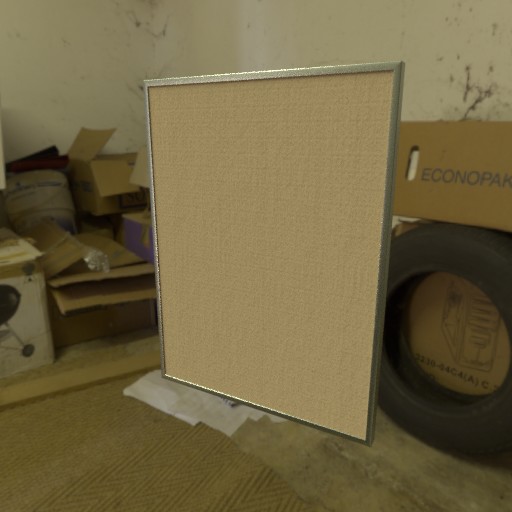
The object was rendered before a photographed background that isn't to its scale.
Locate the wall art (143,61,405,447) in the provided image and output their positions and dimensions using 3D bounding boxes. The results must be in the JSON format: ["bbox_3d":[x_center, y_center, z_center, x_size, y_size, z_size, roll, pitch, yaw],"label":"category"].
[{"bbox_3d":[0.000,0.000,1.381,0.803,1.062,0.041,8,17,28],"label":"wall art"}]
